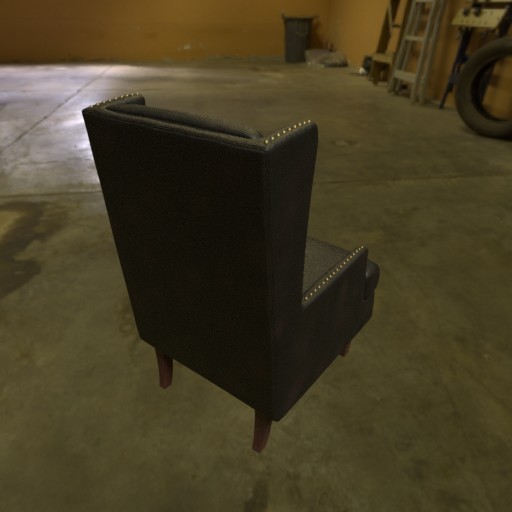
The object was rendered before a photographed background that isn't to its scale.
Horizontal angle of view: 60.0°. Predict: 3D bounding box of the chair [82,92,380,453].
[{"bbox_3d":[0.000,0.000,1.644,0.703,1.142,0.799,21,35,32],"label":"chair"}]
